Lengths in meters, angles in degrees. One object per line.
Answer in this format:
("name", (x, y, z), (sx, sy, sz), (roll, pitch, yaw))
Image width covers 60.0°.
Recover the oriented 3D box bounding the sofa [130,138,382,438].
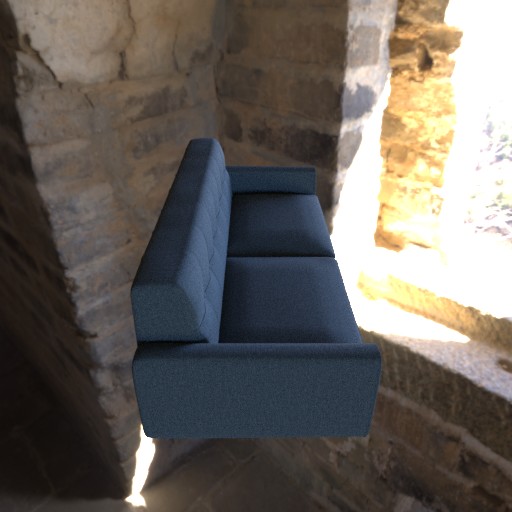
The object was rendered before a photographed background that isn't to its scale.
("sofa", (0.000, 0.000, 2.557), (0.942, 0.884, 2.055), (0, 31, 0))
